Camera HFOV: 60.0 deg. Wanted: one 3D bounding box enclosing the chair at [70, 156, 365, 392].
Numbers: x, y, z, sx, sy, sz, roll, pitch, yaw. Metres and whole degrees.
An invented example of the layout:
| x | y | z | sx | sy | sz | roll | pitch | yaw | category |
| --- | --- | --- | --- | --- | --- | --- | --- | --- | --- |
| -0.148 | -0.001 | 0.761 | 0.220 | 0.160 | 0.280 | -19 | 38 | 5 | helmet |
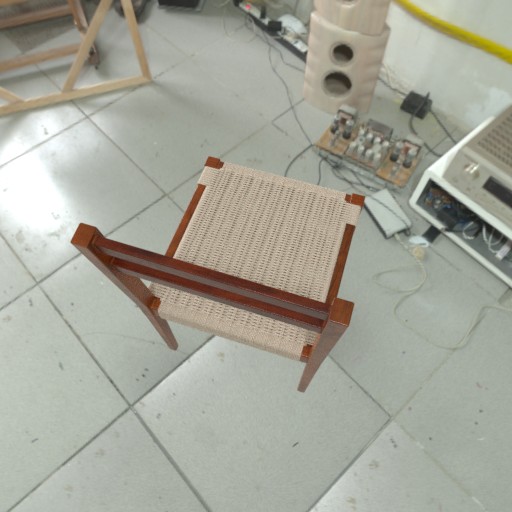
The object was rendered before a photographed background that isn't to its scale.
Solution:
| x | y | z | sx | sy | sz | roll | pitch | yaw | category |
| --- | --- | --- | --- | --- | --- | --- | --- | --- | --- |
| 0.000 | 0.000 | 1.225 | 0.495 | 0.851 | 0.569 | 16 | 63 | 8 | chair |
